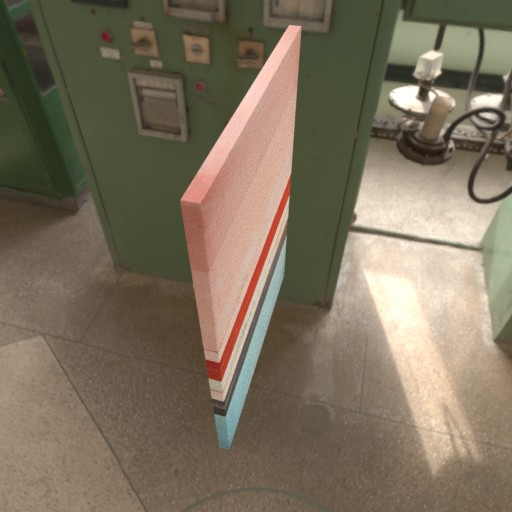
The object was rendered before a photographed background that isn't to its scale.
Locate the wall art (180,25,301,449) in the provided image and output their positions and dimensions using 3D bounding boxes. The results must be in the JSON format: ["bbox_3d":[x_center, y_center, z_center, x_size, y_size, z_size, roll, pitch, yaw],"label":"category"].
[{"bbox_3d":[0.000,0.000,1.301,0.039,1.016,0.761,12,48,11],"label":"wall art"}]
